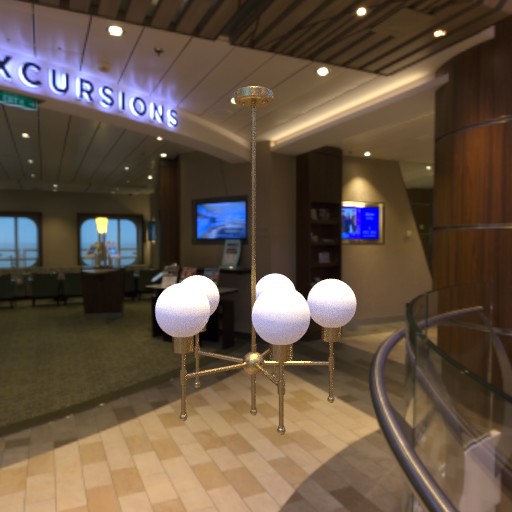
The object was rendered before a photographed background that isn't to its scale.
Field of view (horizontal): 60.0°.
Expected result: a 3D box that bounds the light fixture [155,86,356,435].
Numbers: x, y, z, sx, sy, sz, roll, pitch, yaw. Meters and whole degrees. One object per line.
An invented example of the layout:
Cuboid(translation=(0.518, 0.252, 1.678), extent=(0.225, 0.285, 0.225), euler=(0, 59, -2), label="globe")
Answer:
Cuboid(translation=(0.000, 0.000, 1.861), extent=(0.815, 1.331, 0.785), euler=(1, 2, 18), label="light fixture")
